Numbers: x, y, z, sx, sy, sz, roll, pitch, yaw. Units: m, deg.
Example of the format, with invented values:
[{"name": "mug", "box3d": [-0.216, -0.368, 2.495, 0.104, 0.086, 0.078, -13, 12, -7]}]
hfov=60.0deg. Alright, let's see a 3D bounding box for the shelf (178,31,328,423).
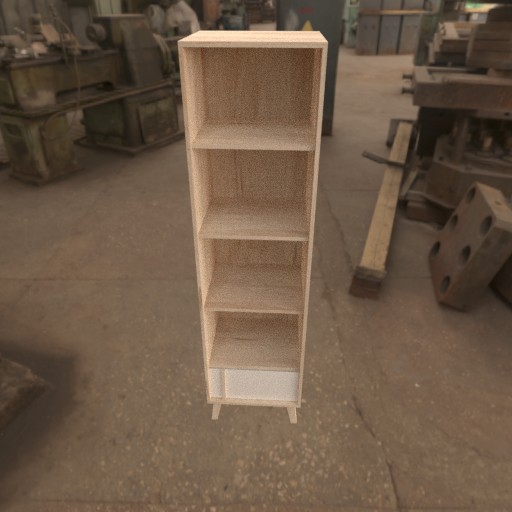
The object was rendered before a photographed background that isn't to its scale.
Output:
[{"name": "shelf", "box3d": [0.000, 0.000, 2.195, 0.510, 1.960, 0.450, 2, 31, 3]}]
